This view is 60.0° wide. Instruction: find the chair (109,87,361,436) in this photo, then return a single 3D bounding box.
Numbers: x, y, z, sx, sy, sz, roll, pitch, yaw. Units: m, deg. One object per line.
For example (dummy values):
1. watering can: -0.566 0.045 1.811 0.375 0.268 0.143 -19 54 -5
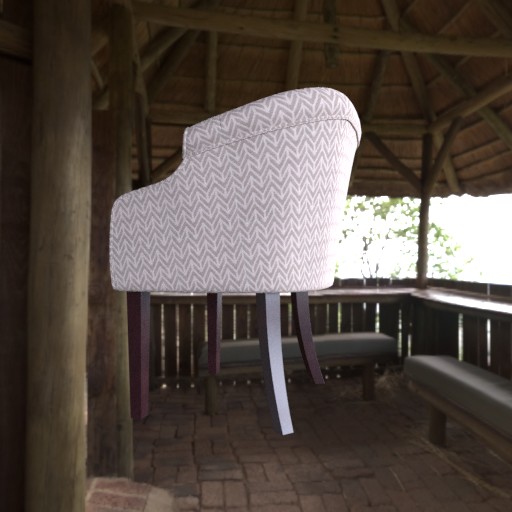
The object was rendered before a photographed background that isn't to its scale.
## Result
1. chair: 0.000 0.000 1.338 0.613 0.858 0.686 0 -1 18
